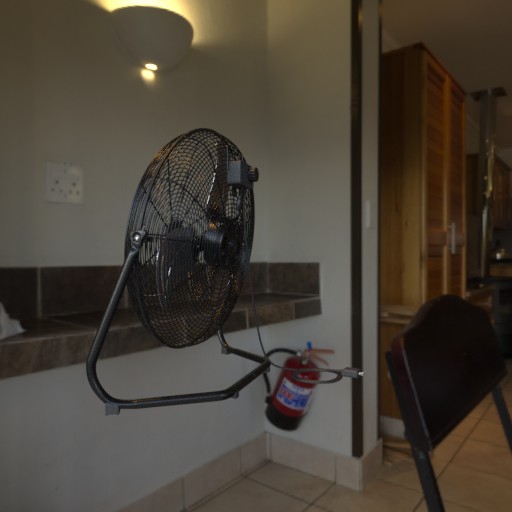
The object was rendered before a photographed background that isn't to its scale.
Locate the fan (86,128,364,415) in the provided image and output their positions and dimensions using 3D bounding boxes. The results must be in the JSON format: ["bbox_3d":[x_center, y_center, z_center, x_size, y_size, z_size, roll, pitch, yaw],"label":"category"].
[{"bbox_3d":[0.000,0.000,0.944,0.424,0.546,0.555,0,0,19],"label":"fan"}]
